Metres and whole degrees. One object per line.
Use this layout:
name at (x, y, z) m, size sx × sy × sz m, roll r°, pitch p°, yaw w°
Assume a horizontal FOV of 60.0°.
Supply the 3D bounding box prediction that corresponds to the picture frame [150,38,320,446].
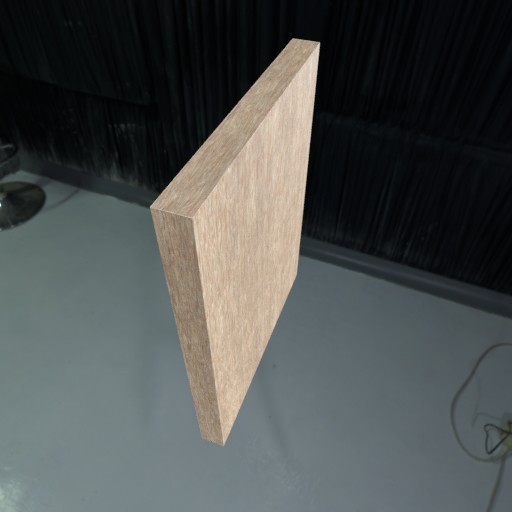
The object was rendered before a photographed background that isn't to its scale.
picture frame at (0.000, 0.000, 0.722) m, size 0.043 × 0.526 × 0.424 m, roll 15°, pitch 48°, yaw 14°
